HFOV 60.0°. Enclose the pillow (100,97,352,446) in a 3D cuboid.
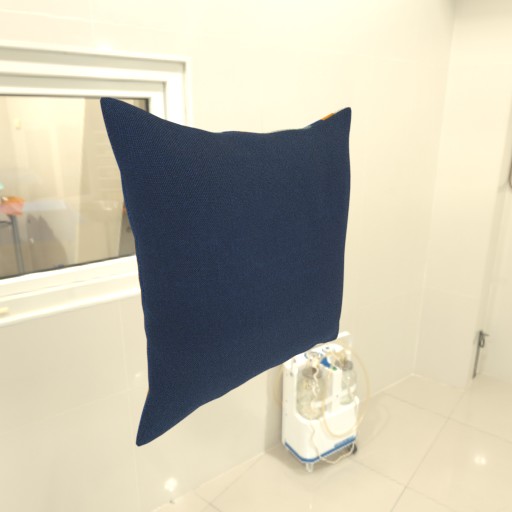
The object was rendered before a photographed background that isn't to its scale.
[{"bbox_3d":[0.000,0.000,0.694,0.463,0.454,0.173,-16,23,-42],"label":"pillow"}]
